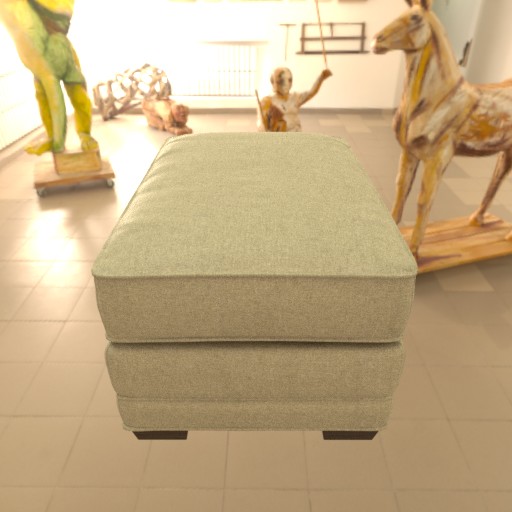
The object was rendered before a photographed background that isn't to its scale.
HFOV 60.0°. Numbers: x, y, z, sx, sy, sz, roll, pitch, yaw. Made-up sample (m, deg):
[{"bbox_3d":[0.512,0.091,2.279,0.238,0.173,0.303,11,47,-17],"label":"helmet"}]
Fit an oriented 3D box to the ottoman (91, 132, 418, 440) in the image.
[{"bbox_3d":[0.000,0.000,1.215,0.611,0.508,0.848,0,32,0],"label":"ottoman"}]
